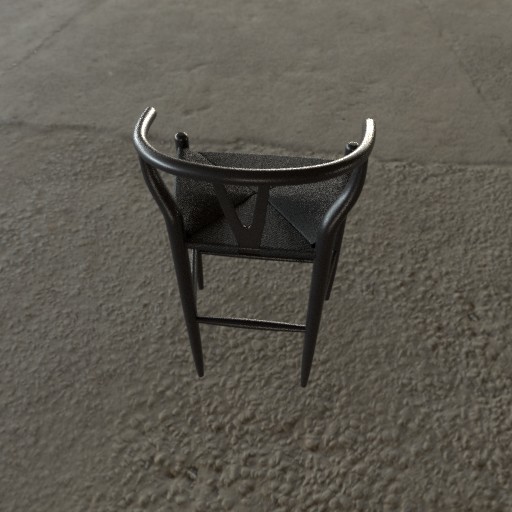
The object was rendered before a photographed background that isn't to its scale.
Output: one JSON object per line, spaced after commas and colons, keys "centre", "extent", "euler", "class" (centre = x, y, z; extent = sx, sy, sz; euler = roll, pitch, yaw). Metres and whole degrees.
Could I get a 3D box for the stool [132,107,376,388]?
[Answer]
{"centre": [0.000, 0.000, 1.322], "extent": [0.569, 0.970, 0.579], "euler": [5, 45, 5], "class": "stool"}
